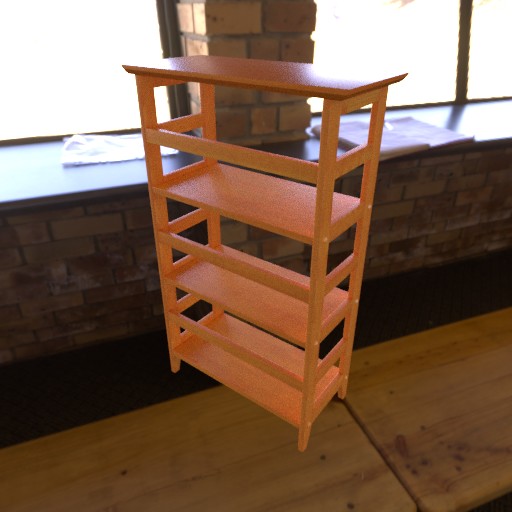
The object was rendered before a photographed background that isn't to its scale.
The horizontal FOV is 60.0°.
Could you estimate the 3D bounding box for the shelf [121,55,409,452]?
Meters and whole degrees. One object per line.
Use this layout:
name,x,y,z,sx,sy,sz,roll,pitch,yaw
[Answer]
shelf,0.000,0.000,1.356,0.660,1.067,0.305,21,36,32
